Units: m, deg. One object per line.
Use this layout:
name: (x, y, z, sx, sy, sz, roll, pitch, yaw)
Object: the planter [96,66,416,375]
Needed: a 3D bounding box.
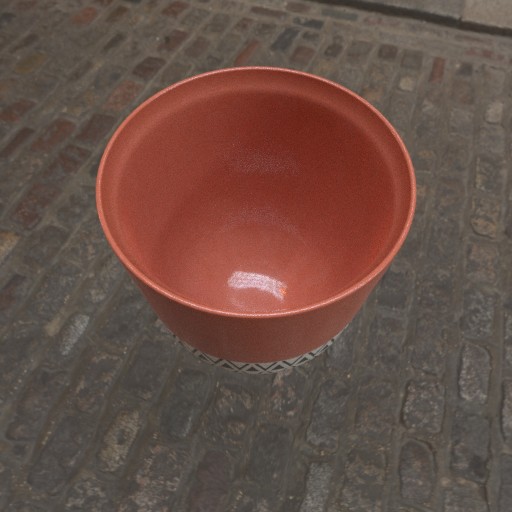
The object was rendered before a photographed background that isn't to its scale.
planter: (0.000, 0.000, 0.365, 0.195, 0.214, 0.195, 0, 60, 0)
